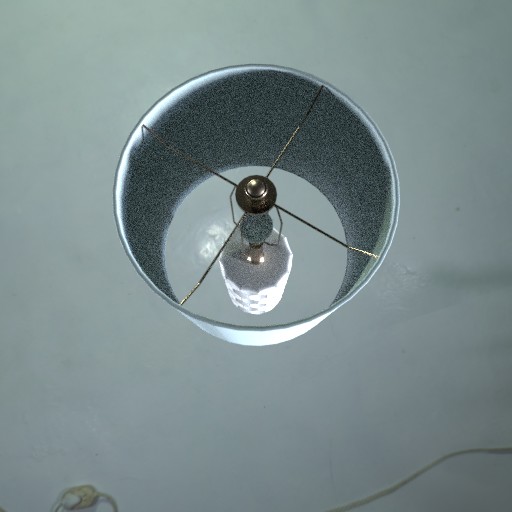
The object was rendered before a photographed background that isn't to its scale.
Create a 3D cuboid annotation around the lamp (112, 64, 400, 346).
[{"bbox_3d":[0.000,0.000,0.686,0.277,0.534,0.277,-20,76,-5],"label":"lamp"}]
